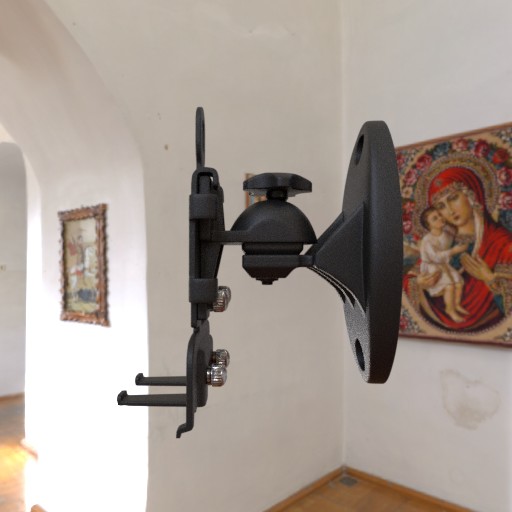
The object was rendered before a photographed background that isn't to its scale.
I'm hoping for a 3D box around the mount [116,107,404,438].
[{"bbox_3d":[0.000,0.000,0.176,0.100,0.118,0.066,0,-1,-1],"label":"mount"}]
